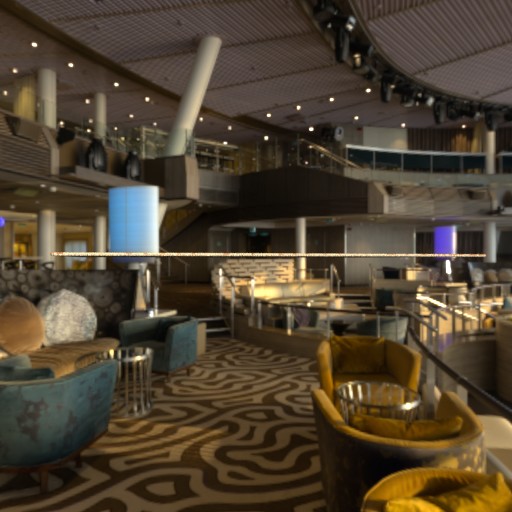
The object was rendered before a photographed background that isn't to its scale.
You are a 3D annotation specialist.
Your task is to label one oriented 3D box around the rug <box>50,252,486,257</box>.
[{"bbox_3d":[0.000,0.000,2.333,1.829,0.011,1.219,0,0,-18],"label":"rug"}]
